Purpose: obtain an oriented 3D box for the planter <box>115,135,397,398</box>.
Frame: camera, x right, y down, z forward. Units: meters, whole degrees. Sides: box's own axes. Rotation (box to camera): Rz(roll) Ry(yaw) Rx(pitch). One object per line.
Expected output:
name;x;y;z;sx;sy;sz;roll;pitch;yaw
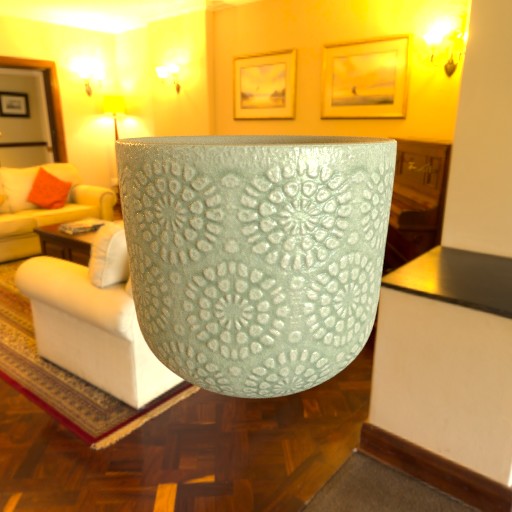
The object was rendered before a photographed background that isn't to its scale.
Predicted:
planter;0.000;0.000;0.299;0.169;0.153;0.169;0;17;0
